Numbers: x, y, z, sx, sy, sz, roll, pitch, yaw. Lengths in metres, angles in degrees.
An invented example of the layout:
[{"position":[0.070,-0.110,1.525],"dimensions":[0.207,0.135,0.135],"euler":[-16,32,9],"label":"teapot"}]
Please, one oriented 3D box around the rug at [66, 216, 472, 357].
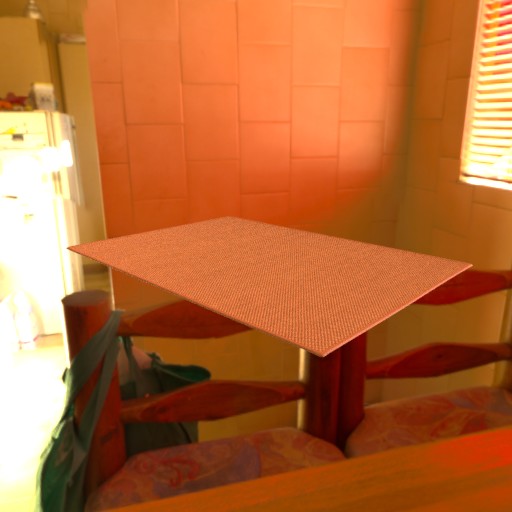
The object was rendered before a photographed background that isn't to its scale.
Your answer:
[{"position":[0.000,0.000,2.821],"dimensions":[2.134,0.013,1.524],"euler":[15,22,42],"label":"rug"}]
